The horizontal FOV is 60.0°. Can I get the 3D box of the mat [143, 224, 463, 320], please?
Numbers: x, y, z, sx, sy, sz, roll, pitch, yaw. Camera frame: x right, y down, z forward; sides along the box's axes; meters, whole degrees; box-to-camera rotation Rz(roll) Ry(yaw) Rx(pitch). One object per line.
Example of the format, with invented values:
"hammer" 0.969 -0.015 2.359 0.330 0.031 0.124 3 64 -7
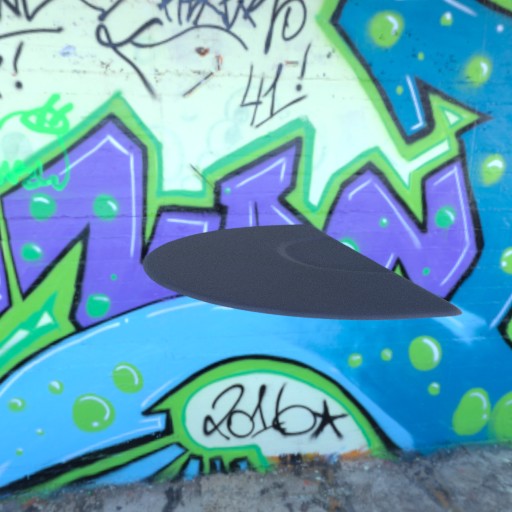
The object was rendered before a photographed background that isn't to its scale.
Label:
"mat" 0.000 0.000 1.852 0.917 0.016 1.525 -2 13 -9
